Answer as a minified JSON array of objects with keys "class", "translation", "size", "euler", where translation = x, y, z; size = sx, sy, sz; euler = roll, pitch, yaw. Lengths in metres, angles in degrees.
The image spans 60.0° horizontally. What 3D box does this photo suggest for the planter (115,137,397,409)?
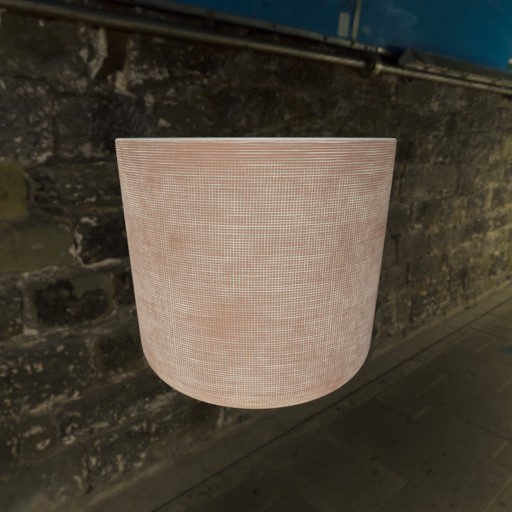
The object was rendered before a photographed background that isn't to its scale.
[{"class":"planter","translation":[0.000,0.000,0.776],"size":[0.440,0.398,0.440],"euler":[0,15,0]}]
